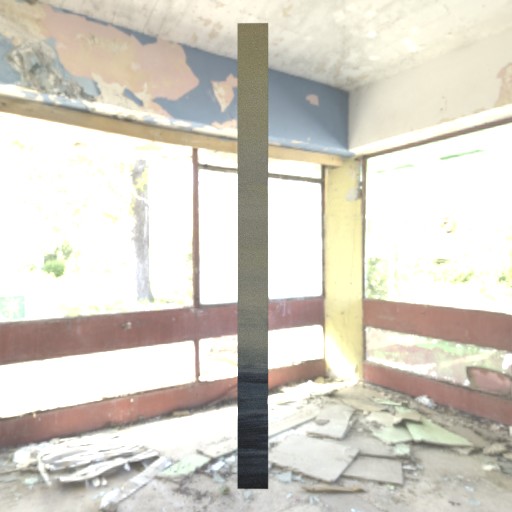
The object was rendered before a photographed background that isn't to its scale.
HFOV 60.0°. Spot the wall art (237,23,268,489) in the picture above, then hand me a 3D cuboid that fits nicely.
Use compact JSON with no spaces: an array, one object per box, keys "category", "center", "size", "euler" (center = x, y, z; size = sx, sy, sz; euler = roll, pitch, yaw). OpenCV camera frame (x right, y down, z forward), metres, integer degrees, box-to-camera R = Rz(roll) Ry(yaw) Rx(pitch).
[{"category":"wall art","center":[0.000,0.000,0.823],"size":[0.040,0.608,0.489],"euler":[0,0,1]}]
